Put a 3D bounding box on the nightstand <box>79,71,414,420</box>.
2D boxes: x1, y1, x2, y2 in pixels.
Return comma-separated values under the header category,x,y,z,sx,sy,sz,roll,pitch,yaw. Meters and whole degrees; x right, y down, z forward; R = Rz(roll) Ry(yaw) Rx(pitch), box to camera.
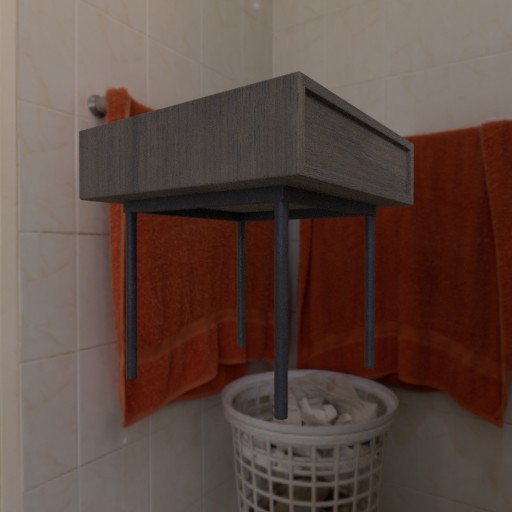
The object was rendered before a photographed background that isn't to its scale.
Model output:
category,x,y,z,sx,sy,sz,roll,pitch,yaw
nightstand,0.000,0.000,0.933,0.503,0.497,0.502,1,1,36
